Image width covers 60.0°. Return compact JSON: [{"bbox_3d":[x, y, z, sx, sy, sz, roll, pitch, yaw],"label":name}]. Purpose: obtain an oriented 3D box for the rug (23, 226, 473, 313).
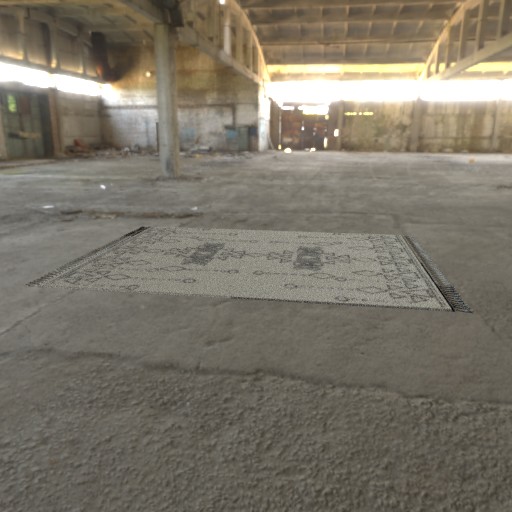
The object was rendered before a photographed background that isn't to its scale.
[{"bbox_3d":[0.000,0.000,2.999,2.312,0.013,1.600,2,16,9],"label":"rug"}]
